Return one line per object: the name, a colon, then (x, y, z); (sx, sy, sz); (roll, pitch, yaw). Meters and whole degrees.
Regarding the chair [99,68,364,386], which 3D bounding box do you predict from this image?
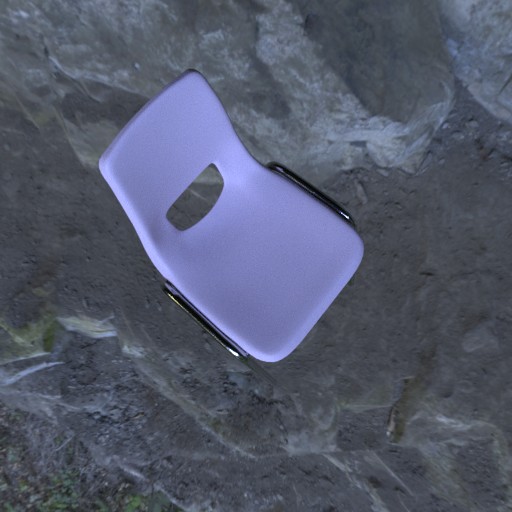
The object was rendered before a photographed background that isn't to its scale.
chair: (0.000, 0.000, 0.950); (0.436, 0.704, 0.381); (38, 79, 9)
